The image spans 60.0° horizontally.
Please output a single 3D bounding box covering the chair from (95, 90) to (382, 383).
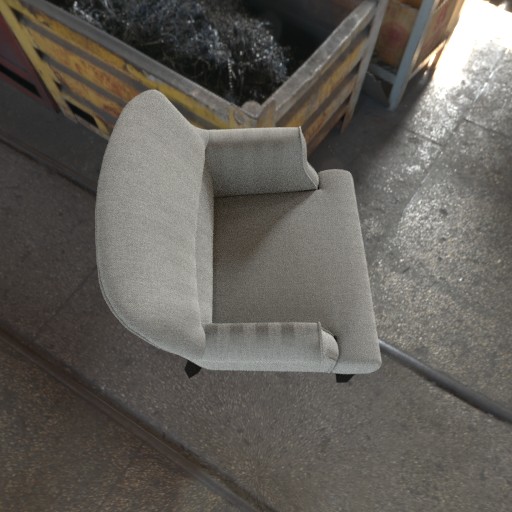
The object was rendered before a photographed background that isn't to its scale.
[{"bbox_3d":[0.000,0.000,1.440,0.755,0.880,0.772,-2,64,-1],"label":"chair"}]
